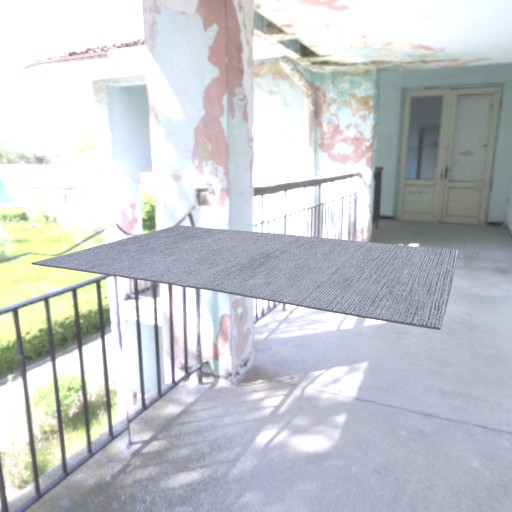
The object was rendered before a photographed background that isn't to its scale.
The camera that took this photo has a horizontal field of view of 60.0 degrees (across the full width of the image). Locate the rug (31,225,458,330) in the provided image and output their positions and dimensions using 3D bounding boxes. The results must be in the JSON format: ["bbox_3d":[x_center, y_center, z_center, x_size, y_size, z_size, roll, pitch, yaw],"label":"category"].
[{"bbox_3d":[0.000,0.000,2.189,1.789,0.021,1.159,7,15,25],"label":"rug"}]
